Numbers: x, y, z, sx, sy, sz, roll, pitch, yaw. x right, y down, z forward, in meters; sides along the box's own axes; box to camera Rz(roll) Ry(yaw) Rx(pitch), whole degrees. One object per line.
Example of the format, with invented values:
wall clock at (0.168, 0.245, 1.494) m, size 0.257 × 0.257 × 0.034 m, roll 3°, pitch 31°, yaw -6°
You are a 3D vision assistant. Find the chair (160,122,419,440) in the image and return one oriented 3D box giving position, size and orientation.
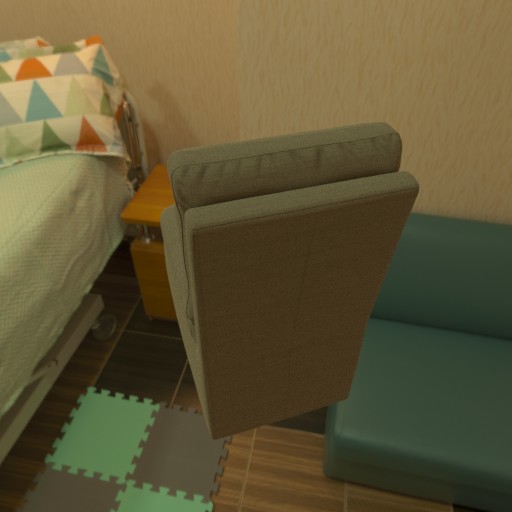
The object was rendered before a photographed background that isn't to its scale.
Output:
chair at (0.000, 0.000, 1.328) m, size 0.503 × 0.927 × 0.698 m, roll -12°, pitch 41°, yaw -14°
